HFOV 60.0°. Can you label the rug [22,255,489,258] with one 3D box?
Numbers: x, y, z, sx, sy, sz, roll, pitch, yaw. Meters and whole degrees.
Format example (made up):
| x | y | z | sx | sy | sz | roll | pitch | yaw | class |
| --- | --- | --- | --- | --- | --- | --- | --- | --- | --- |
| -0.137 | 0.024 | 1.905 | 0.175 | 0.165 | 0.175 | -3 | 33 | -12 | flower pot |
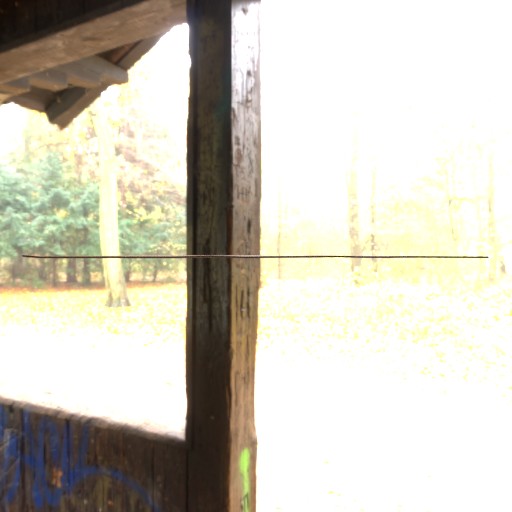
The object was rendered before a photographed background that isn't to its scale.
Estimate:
| x | y | z | sx | sy | sz | roll | pitch | yaw | class |
| --- | --- | --- | --- | --- | --- | --- | --- | --- | --- |
| 0.000 | 0.000 | 4.106 | 3.057 | 0.021 | 2.431 | 0 | 0 | 0 | rug |
